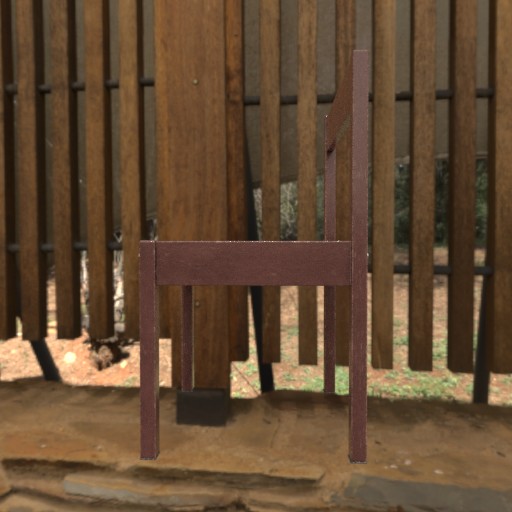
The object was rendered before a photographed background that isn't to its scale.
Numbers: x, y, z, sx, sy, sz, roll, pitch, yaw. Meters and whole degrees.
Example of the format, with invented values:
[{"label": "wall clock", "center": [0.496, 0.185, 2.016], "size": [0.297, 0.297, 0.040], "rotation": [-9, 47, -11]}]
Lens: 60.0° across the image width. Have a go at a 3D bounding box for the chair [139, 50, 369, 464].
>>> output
[{"label": "chair", "center": [0.000, 0.000, 0.686], "size": [0.285, 0.505, 0.285], "rotation": [0, 1, 2]}]
